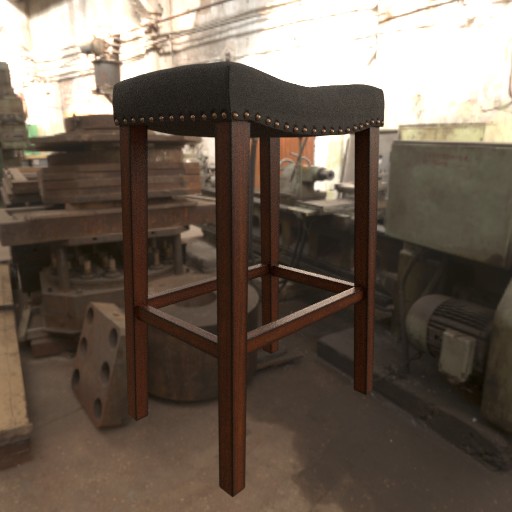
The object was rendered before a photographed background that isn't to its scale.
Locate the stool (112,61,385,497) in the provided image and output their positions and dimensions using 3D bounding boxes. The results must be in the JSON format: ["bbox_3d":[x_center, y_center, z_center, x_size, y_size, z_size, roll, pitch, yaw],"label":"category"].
[{"bbox_3d":[0.000,0.000,1.015,0.366,0.760,0.502,14,20,42],"label":"stool"}]
